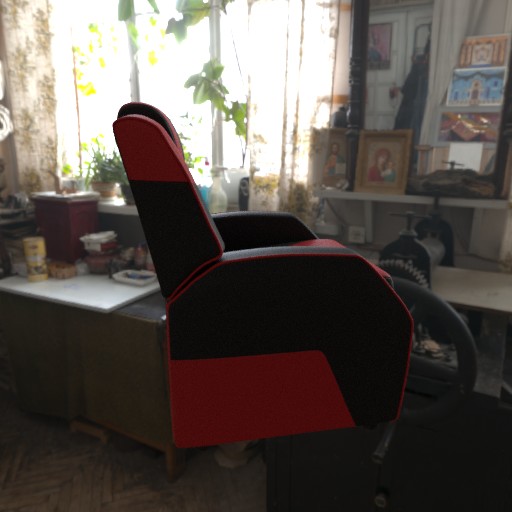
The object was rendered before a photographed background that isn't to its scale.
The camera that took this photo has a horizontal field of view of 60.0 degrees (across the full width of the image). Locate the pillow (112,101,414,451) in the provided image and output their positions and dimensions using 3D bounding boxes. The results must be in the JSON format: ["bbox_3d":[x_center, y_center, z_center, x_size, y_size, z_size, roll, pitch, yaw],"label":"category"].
[{"bbox_3d":[0.000,0.000,1.262,0.672,0.805,0.620,-3,15,-10],"label":"pillow"}]
